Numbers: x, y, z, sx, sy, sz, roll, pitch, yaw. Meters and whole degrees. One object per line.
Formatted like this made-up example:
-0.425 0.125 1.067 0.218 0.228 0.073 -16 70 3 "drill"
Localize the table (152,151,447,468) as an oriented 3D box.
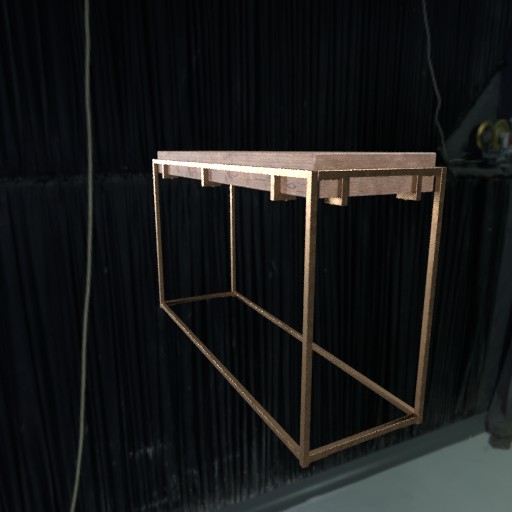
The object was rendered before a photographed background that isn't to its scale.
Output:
0.000 0.000 1.792 0.440 0.820 1.400 -7 15 -26 "table"
